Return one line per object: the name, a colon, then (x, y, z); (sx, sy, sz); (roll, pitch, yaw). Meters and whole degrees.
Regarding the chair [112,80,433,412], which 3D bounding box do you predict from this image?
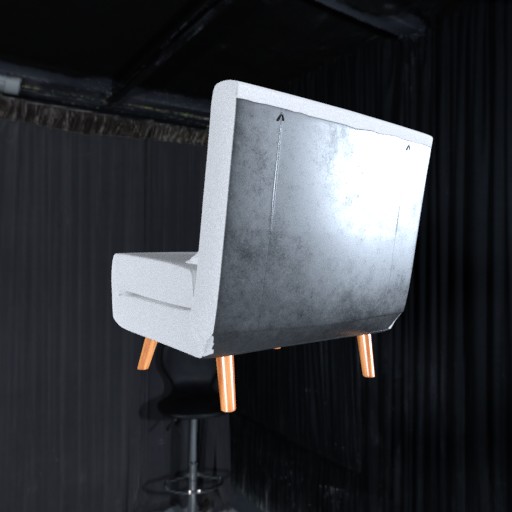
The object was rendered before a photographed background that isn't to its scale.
chair: (0.000, 0.000, 1.536); (0.770, 0.808, 0.902); (0, 0, -36)
